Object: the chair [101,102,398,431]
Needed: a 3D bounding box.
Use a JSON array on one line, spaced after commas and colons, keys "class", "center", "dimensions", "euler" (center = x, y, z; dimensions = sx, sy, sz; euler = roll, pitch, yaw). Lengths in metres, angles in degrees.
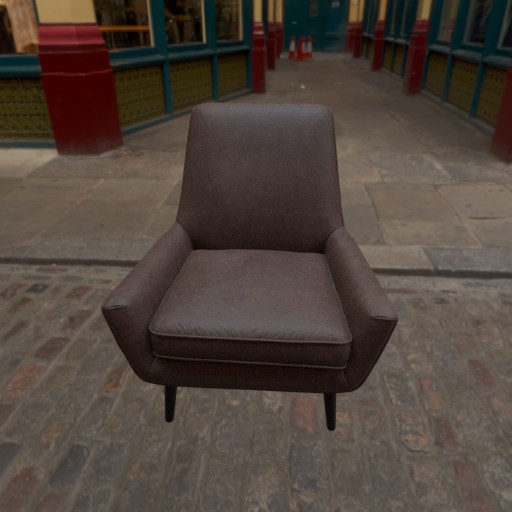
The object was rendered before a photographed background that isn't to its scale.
[{"class": "chair", "center": [0.000, 0.000, 1.517], "dimensions": [0.787, 0.888, 0.824], "euler": [2, 29, 3]}]
